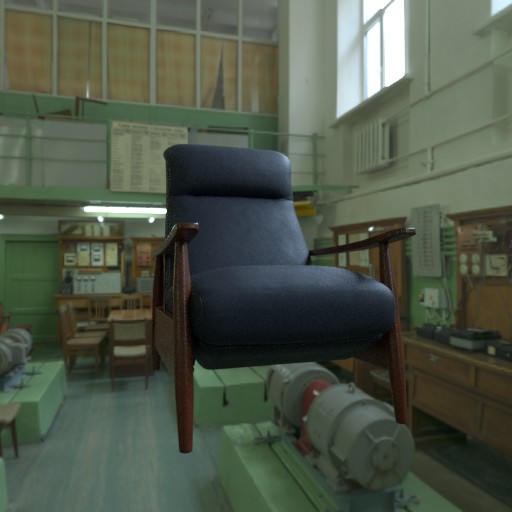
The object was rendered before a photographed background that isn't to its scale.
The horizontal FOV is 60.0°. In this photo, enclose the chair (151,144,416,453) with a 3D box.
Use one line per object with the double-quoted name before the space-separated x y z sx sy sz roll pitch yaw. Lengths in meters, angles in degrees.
"chair" 0.000 0.000 1.777 0.762 1.082 1.014 0 0 -18
